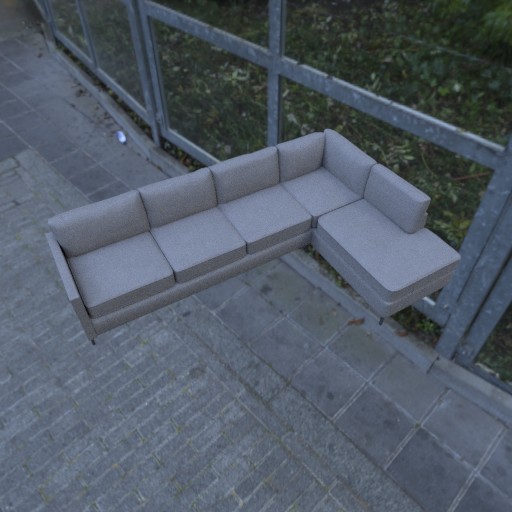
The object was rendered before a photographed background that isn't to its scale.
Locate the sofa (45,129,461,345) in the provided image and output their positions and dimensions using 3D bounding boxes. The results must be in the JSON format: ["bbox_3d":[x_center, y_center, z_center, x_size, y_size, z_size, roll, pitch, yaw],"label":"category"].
[{"bbox_3d":[0.000,0.000,4.246,3.331,0.964,2.077,-23,50,-21],"label":"sofa"}]
